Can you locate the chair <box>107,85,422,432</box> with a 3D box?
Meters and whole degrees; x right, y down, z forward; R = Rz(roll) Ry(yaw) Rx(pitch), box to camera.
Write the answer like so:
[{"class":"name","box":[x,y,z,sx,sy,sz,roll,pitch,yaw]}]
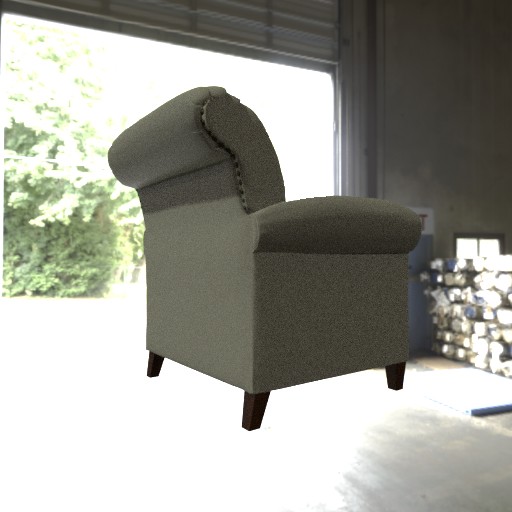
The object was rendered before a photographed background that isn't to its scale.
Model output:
[{"class":"chair","box":[0.000,0.000,1.600,0.890,0.927,0.854,0,-1,-36]}]
